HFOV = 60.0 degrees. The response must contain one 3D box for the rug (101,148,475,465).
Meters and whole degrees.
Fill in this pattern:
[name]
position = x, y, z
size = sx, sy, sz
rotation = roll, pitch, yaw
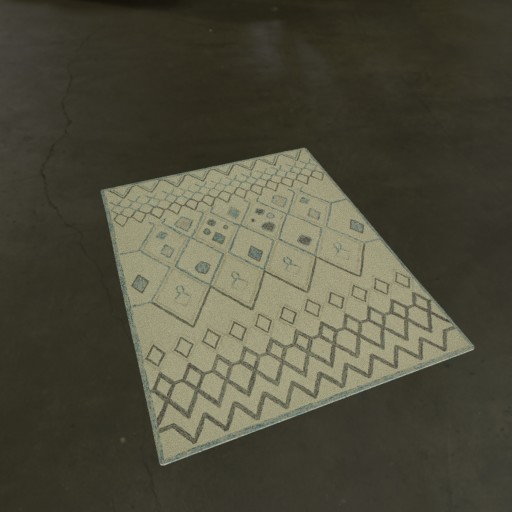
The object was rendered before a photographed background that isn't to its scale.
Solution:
[rug]
position = 0.000, 0.000, 4.095
size = 2.441, 0.013, 3.056
rotation = -15, 47, -14
